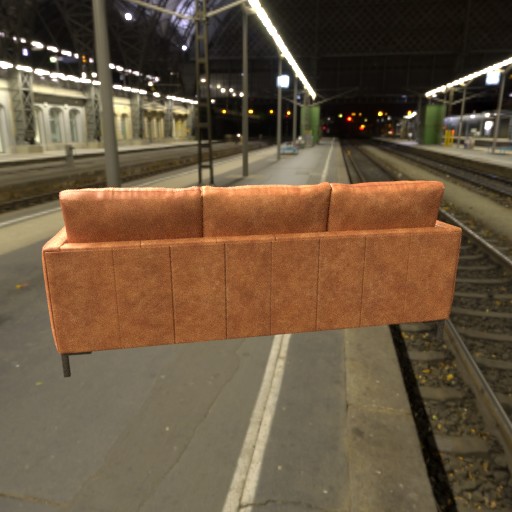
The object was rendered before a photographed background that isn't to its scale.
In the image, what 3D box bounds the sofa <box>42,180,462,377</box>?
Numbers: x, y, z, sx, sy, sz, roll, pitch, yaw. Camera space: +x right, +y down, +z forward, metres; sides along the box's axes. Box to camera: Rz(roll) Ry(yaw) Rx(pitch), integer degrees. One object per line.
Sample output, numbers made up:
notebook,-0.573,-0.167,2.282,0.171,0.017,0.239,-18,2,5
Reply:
sofa,0.000,0.000,2.454,2.029,0.863,0.748,-3,16,-11
